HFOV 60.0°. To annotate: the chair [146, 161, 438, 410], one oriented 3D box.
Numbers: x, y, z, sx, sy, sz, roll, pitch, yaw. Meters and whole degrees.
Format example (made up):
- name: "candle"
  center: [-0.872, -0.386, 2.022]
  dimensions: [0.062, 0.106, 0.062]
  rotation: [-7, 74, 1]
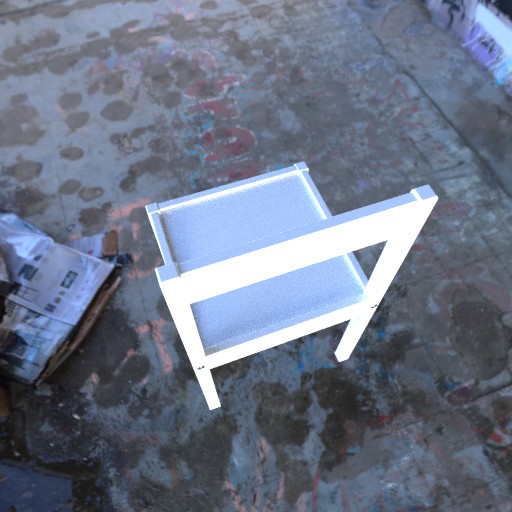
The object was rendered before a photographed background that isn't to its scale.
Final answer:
- name: "chair"
  center: [0.000, 0.000, 0.698]
  dimensions: [0.285, 0.505, 0.285]
  rotation: [-17, 61, -10]
